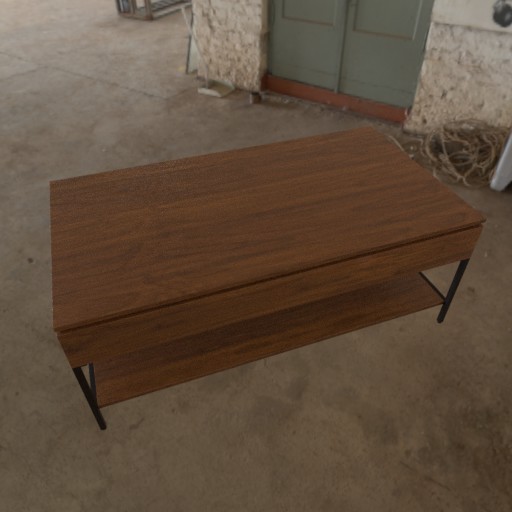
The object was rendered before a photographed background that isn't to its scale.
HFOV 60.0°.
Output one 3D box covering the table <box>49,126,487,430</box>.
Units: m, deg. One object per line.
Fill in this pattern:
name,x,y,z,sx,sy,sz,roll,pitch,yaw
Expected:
table,0.000,0.000,1.344,1.057,0.414,0.574,-13,43,-15
